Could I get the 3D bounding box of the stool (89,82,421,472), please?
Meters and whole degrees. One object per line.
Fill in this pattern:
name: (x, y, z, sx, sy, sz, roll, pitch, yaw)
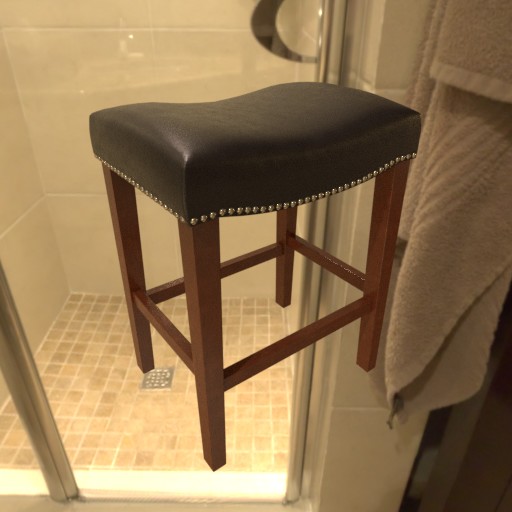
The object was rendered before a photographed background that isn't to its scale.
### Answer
stool: (0.000, 0.000, 0.955, 0.504, 0.654, 0.372, -21, 36, -31)
